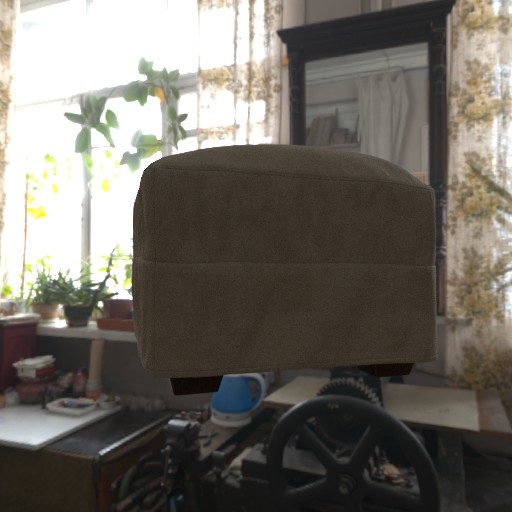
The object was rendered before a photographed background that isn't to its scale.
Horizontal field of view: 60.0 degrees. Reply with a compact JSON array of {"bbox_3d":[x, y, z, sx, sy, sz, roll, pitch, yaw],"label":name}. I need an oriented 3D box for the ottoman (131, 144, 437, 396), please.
[{"bbox_3d":[0.000,0.000,1.096,0.584,0.480,0.712,0,-1,-17],"label":"ottoman"}]
